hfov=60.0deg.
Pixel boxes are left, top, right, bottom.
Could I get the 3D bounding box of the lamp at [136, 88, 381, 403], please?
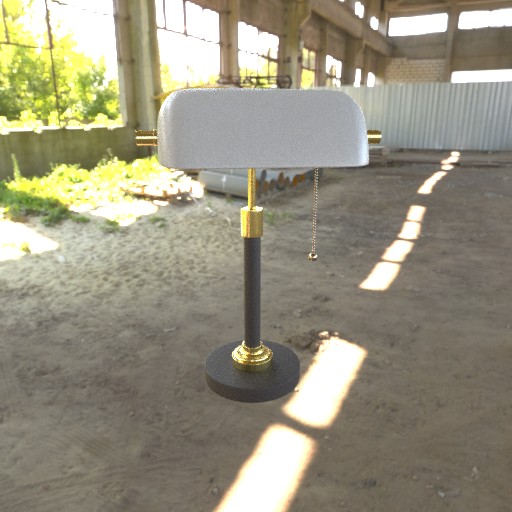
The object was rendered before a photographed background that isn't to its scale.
[{"bbox_3d":[0.000,0.000,0.579,0.269,0.404,0.227,-2,17,-7],"label":"lamp"}]
